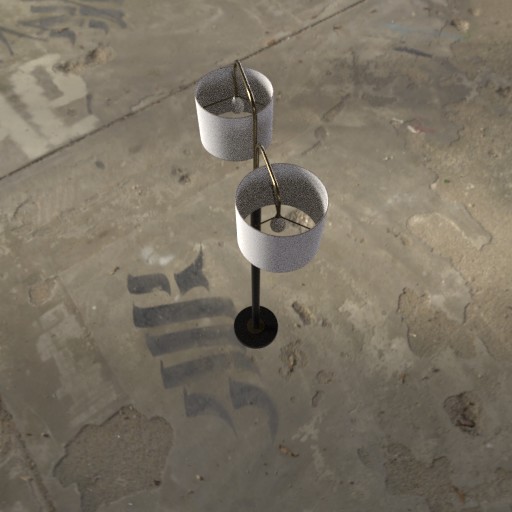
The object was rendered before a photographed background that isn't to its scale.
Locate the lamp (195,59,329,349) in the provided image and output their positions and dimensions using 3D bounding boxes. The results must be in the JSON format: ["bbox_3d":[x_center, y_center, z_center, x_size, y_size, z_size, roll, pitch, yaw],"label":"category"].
[{"bbox_3d":[0.000,0.000,1.873,0.254,1.587,0.711,-15,60,-9],"label":"lamp"}]
